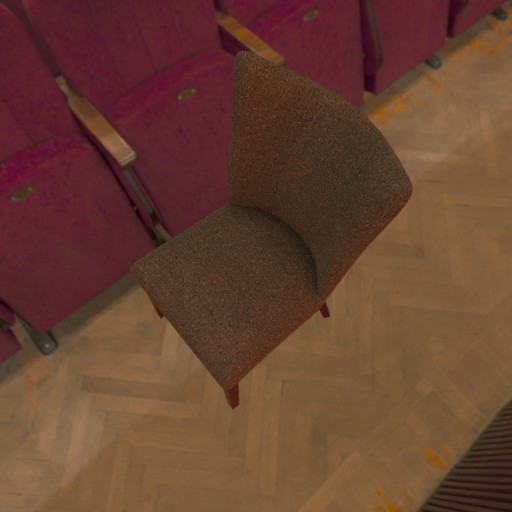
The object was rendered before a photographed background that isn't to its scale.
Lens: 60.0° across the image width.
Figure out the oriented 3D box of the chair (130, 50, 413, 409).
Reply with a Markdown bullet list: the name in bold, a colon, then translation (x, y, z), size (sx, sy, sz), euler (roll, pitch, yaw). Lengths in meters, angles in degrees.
- **chair**: translation (0.000, 0.000, 1.317), size (0.623, 0.924, 0.535), euler (-37, 69, -17)
